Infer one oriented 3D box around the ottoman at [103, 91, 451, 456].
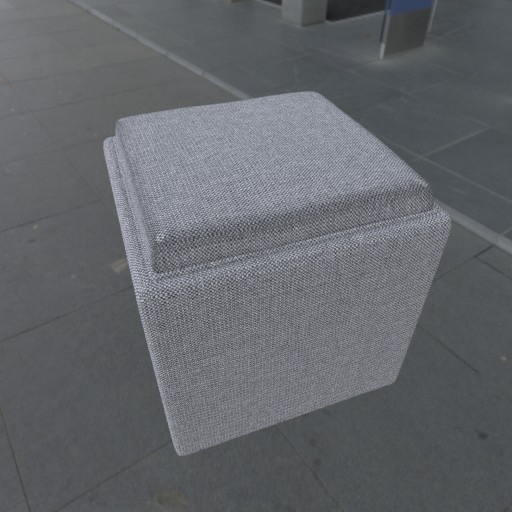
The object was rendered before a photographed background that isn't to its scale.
[{"bbox_3d":[0.000,0.000,0.842,0.454,0.487,0.436,-13,43,-15],"label":"ottoman"}]
